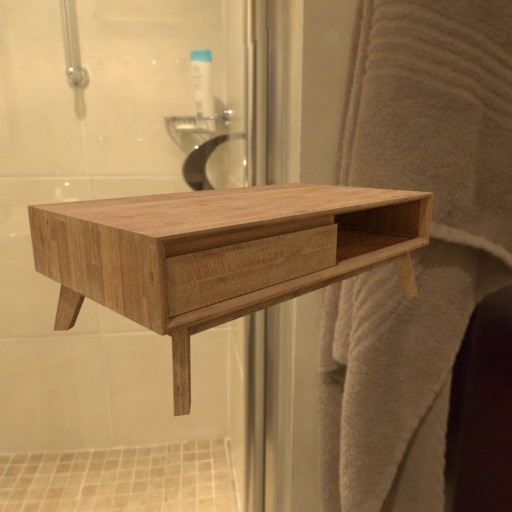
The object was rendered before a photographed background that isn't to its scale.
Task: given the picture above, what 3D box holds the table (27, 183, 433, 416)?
[{"bbox_3d":[0.000,0.000,2.040,0.918,0.531,1.619,13,19,43],"label":"table"}]
